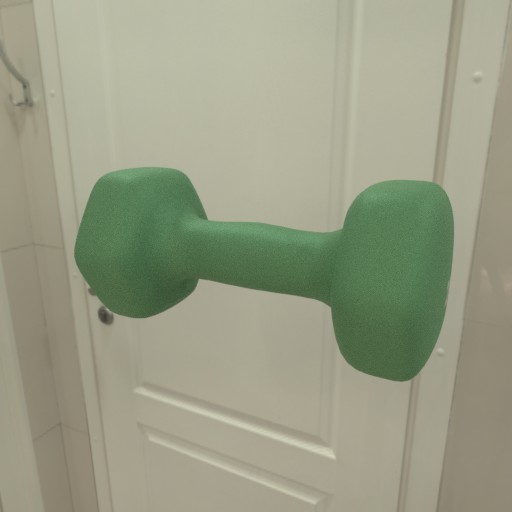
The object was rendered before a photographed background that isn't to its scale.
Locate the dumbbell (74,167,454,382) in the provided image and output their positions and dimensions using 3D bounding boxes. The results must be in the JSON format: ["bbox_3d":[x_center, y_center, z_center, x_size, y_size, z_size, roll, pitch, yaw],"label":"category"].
[{"bbox_3d":[0.000,0.000,0.321,0.260,0.117,0.129,8,18,26],"label":"dumbbell"}]
